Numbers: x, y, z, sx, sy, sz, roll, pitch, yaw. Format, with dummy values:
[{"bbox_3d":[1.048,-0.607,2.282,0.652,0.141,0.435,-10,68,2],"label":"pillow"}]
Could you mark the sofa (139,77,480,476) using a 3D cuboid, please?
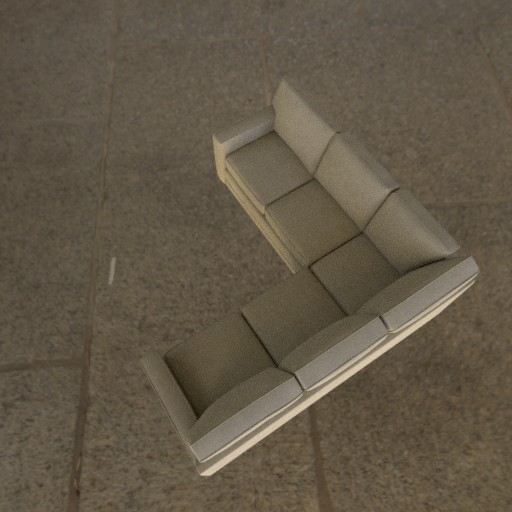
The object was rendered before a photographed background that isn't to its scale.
[{"bbox_3d":[0.000,0.000,3.365,2.211,0.936,2.188,-31,68,-14],"label":"sofa"}]
